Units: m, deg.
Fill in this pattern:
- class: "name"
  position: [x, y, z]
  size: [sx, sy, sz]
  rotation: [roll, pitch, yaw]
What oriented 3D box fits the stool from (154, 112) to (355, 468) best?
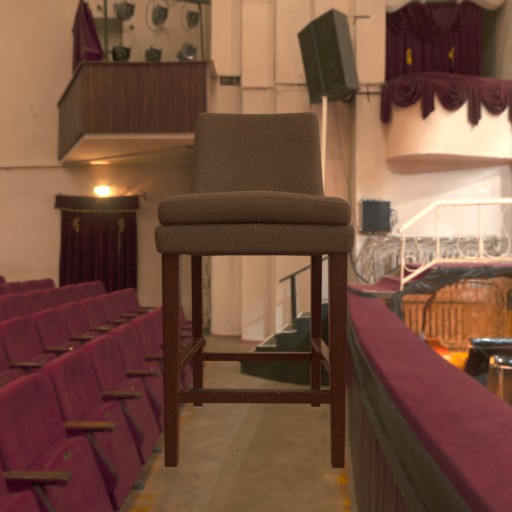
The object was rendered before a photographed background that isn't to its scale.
- class: "stool"
  position: [0.000, 0.000, 1.282]
  size: [0.470, 0.981, 0.577]
  rotation: [0, 0, 1]
